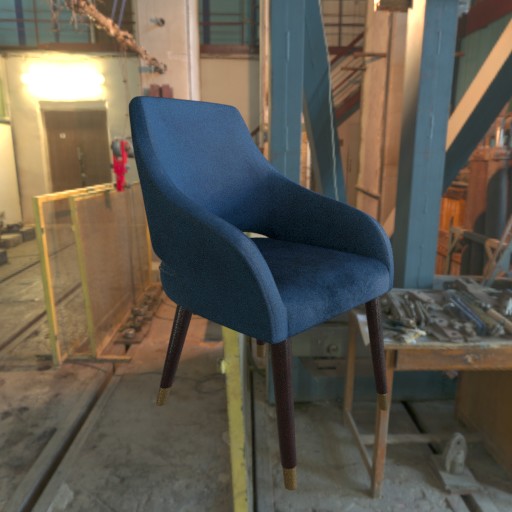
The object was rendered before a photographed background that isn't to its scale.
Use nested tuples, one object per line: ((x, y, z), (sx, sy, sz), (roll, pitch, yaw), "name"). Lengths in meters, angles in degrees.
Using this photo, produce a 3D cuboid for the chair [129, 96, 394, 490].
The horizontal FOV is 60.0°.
((0.000, 0.000, 1.529), (0.794, 1.081, 0.683), (12, 18, 42), "chair")
